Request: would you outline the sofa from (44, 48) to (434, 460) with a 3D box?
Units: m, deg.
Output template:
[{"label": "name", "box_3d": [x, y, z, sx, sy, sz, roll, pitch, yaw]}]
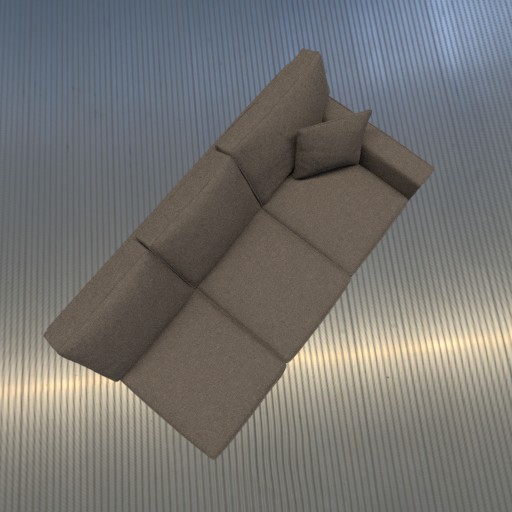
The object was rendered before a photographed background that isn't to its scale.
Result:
[{"label": "sofa", "box_3d": [0.000, 0.000, 2.492, 1.034, 0.946, 1.963, 38, 79, 9]}]
